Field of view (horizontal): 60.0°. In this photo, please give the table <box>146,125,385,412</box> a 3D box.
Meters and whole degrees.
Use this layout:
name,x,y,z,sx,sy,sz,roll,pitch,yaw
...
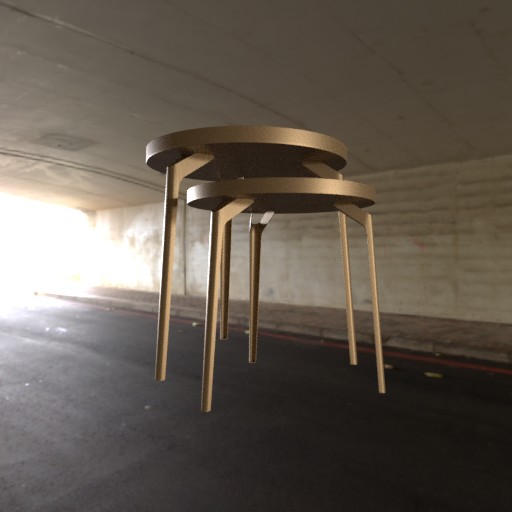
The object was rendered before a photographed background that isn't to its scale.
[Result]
name,x,y,z,sx,sy,sz,roll,pitch,yaw
table,0.000,0.000,1.125,0.532,0.555,0.751,0,0,-17
